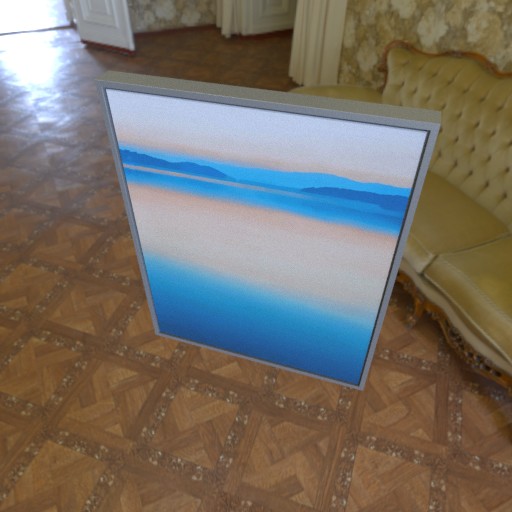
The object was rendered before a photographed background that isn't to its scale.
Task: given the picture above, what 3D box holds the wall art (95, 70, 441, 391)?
[{"bbox_3d":[0.000,0.000,0.752,0.453,0.554,0.037,12,43,13],"label":"wall art"}]
